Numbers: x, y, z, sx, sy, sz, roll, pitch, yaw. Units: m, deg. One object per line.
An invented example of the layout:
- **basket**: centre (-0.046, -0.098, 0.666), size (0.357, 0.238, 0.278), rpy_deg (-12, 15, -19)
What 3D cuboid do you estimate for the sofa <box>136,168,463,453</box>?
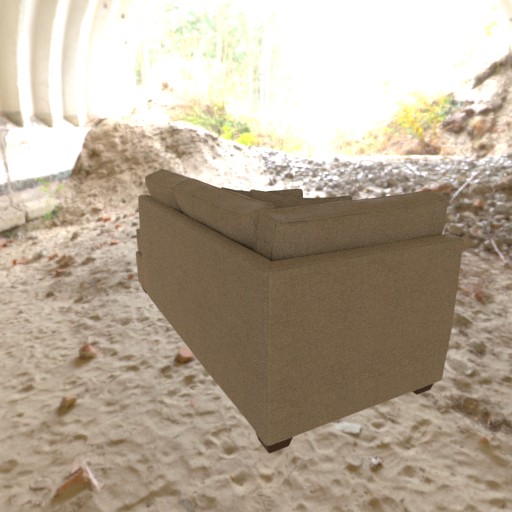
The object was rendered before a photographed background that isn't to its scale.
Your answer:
- **sofa**: centre (0.000, 0.000, 2.860), size (1.110, 1.019, 2.238), rpy_deg (-9, 19, -26)
